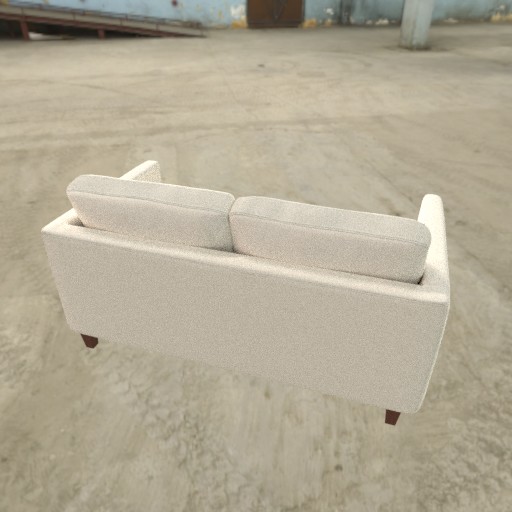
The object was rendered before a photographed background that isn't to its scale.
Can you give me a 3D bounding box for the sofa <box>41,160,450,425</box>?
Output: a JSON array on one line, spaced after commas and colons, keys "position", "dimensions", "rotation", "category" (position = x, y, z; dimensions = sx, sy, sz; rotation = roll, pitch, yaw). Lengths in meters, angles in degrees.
[{"position": [0.000, 0.000, 2.206], "dimensions": [1.702, 0.888, 0.964], "rotation": [10, 33, 15], "category": "sofa"}]
